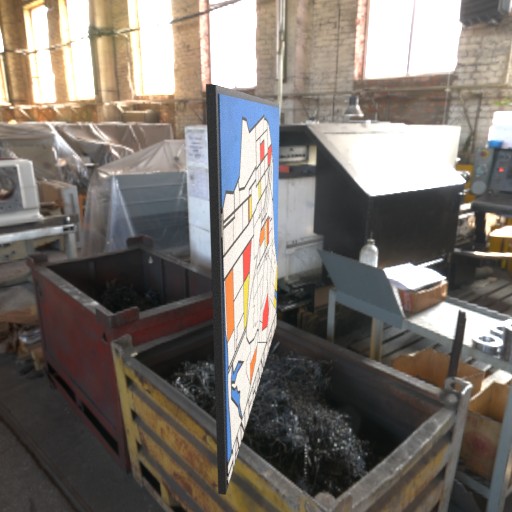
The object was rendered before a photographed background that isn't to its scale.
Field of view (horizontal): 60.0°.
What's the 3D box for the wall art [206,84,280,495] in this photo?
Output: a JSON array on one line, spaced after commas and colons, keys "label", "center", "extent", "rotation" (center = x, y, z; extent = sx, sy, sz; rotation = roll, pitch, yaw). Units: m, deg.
[{"label": "wall art", "center": [0.000, 0.000, 0.982], "extent": [0.015, 0.663, 0.664], "rotation": [3, 17, 10]}]
